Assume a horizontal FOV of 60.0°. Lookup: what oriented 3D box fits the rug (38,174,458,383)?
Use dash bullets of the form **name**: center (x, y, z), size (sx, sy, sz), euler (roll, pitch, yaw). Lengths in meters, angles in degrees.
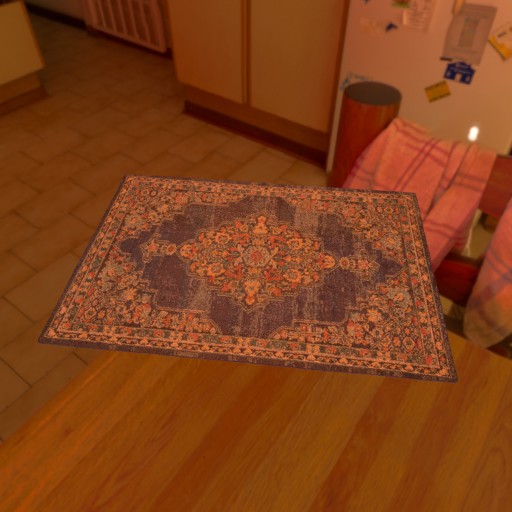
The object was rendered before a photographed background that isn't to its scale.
- **rug**: center (0.000, 0.000, 3.756), size (2.940, 0.011, 2.053), euler (4, 46, 4)
